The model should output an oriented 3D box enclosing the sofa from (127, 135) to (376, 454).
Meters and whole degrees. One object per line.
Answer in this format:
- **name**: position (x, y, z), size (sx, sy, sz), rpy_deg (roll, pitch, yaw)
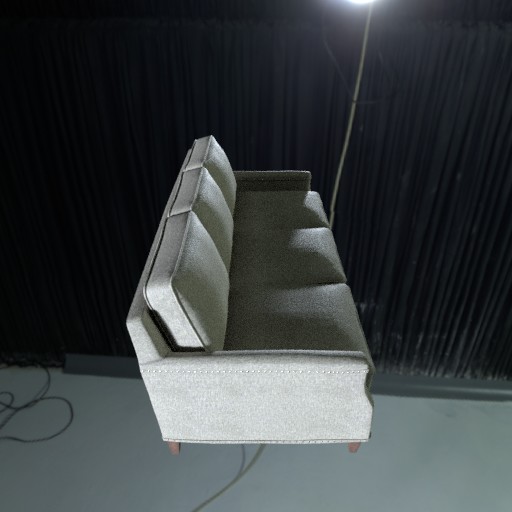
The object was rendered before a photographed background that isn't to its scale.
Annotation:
- **sofa**: position (0.000, 0.000, 2.861), size (1.084, 1.003, 2.246), rpy_deg (0, 32, 0)
